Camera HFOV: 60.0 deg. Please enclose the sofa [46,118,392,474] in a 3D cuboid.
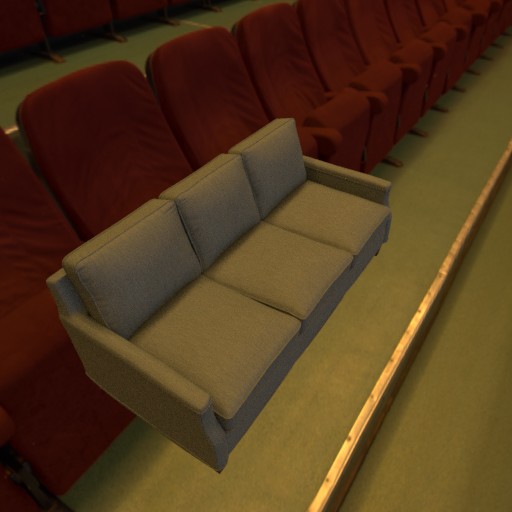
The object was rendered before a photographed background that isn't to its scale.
[{"bbox_3d":[0.000,0.000,2.861,1.084,1.003,2.246,24,46,25],"label":"sofa"}]
